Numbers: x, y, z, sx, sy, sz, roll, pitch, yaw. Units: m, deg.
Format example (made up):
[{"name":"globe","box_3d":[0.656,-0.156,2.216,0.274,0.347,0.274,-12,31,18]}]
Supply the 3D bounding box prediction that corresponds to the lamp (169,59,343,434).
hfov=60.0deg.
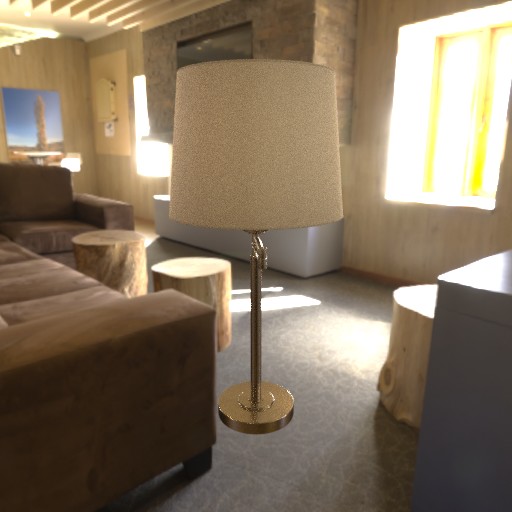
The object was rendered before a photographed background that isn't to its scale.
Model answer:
[{"name":"lamp","box_3d":[0.000,0.000,0.880,0.333,0.696,0.333,0,14,0]}]
